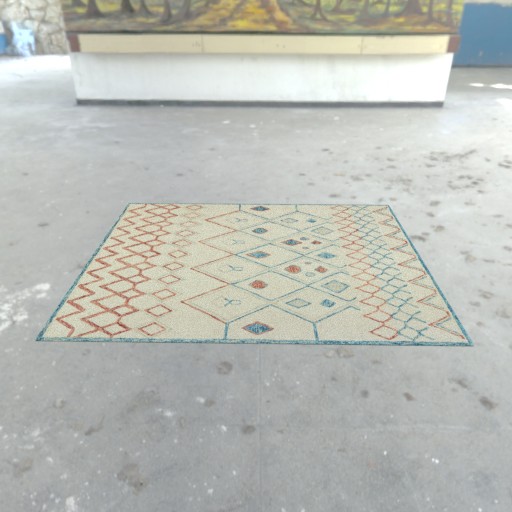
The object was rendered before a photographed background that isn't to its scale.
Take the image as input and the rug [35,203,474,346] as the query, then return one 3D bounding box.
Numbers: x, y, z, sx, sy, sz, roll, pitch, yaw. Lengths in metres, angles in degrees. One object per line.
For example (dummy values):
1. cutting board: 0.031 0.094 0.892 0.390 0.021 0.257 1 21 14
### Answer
1. rug: 0.000 0.000 4.126 3.050 0.016 2.441 1 30 1
